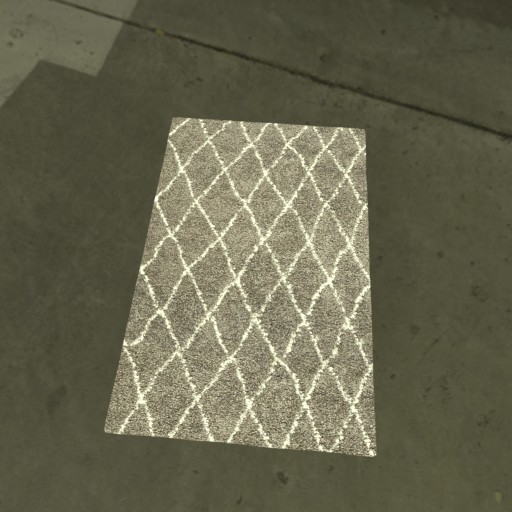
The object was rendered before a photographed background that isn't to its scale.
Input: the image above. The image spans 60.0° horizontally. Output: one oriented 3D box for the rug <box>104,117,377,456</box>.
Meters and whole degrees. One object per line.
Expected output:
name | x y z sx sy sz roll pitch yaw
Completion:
rug | 0.000 0.000 3.483 1.778 0.030 2.743 4 64 2
